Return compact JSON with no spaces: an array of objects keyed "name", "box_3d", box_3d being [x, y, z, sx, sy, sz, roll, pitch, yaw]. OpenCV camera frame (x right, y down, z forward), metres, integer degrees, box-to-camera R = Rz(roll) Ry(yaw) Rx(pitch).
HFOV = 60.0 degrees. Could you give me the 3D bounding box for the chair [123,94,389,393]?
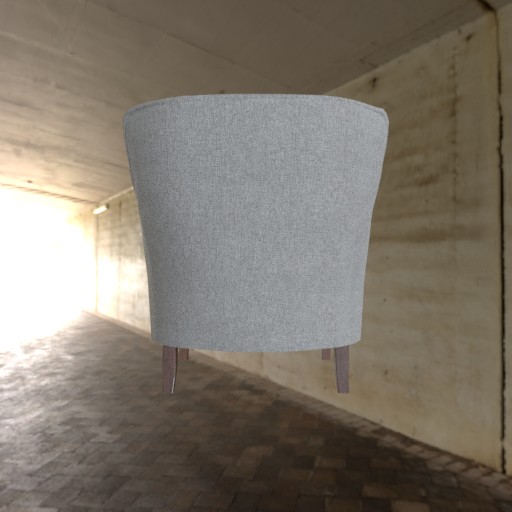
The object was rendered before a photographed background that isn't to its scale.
[{"name":"chair","box_3d":[0.000,0.000,1.624,0.820,0.920,0.910,0,-1,0]}]
